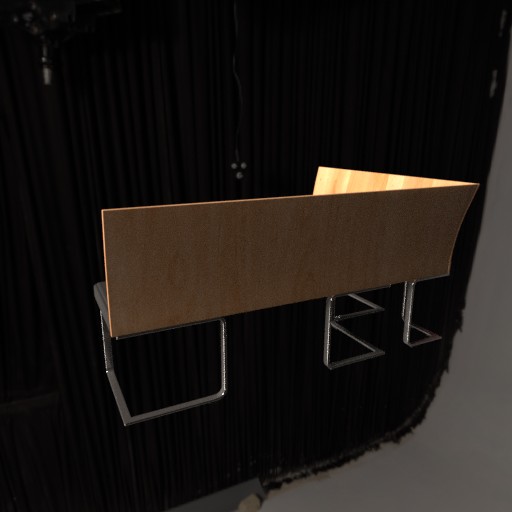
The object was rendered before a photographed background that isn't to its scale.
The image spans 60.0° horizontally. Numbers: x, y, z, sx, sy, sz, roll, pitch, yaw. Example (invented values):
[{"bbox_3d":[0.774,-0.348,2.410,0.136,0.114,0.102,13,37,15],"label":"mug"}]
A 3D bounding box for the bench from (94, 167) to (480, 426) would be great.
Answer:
[{"bbox_3d":[0.000,0.000,2.729,1.945,0.930,1.495,-8,17,-26],"label":"bench"}]
